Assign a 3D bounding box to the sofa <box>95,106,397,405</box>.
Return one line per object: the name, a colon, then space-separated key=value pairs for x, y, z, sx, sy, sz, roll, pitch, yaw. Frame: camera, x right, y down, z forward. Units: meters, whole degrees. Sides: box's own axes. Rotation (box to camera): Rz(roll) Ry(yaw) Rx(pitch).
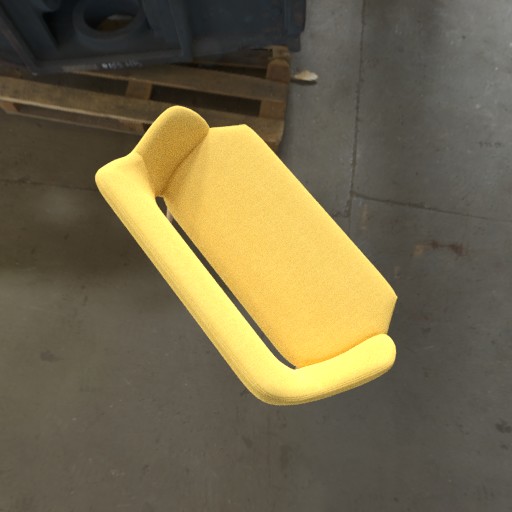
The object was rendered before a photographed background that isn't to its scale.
sofa: x=0.000 y=0.000 z=1.653 sx=0.610 sy=0.840 sz=1.150 roll=-37 pitch=78 yaw=-9
